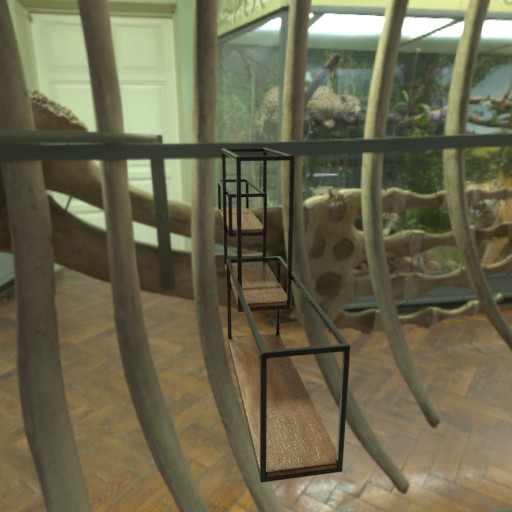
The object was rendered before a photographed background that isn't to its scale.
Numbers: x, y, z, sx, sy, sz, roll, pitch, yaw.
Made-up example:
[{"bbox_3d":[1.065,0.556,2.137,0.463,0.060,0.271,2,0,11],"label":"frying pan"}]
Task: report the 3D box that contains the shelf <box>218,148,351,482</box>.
[{"bbox_3d":[0.000,0.000,2.135,0.275,0.972,1.781,-3,17,-9],"label":"shelf"}]
